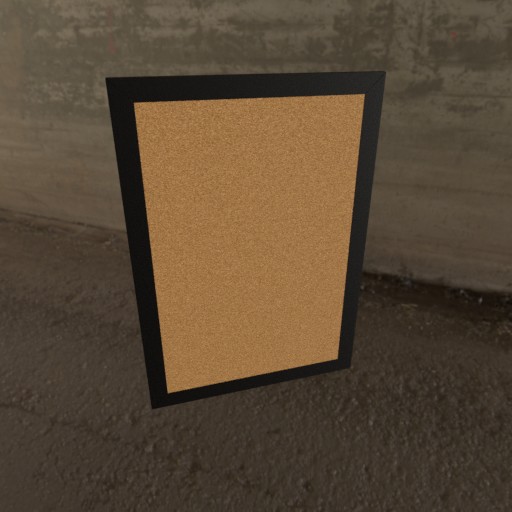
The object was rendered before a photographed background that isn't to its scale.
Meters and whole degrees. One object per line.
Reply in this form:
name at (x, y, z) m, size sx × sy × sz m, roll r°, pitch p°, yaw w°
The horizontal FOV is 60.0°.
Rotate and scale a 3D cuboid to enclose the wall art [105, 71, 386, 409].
wall art at (0.000, 0.000, 0.603) m, size 0.326 × 0.459 × 0.011 m, roll -7°, pitch 27°, yaw -15°
